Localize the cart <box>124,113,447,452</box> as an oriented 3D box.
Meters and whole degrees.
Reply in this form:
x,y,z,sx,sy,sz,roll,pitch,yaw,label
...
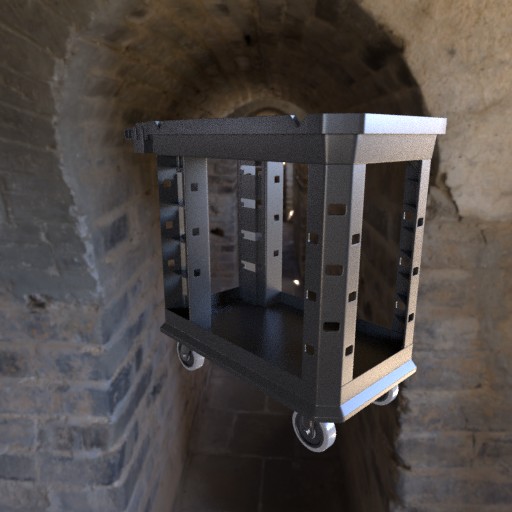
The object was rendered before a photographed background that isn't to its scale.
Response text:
x,y,z,sx,sy,sz,roll,pitch,yaw,label
0.000,0.000,1.518,0.497,0.884,1.061,-14,20,-41,cart
